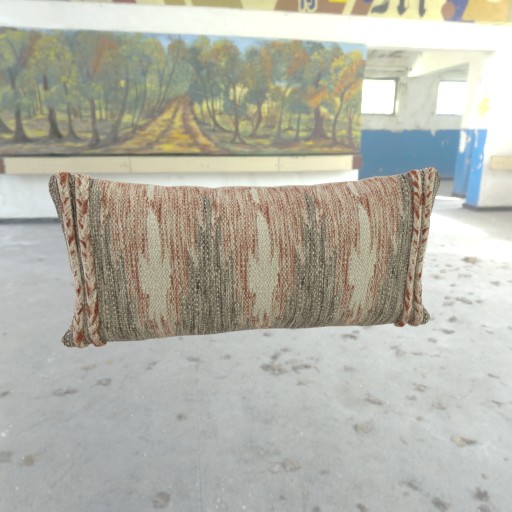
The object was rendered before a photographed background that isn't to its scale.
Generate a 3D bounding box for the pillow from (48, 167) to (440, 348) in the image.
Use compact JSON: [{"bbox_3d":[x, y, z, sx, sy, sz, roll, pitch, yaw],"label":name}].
[{"bbox_3d":[0.000,0.000,0.727,0.635,0.282,0.139,-2,16,-8],"label":"pillow"}]
